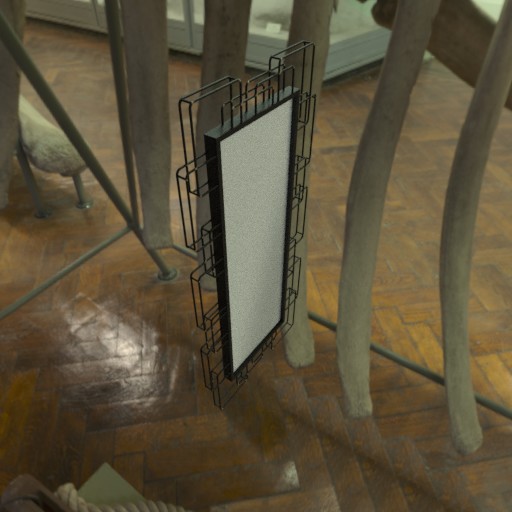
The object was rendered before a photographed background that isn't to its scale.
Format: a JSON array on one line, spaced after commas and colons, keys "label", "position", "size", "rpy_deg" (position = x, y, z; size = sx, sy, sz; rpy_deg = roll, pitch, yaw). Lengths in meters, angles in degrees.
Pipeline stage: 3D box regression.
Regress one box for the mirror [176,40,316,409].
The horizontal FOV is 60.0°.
[{"label": "mirror", "position": [0.000, 0.000, 1.436], "size": [0.037, 1.192, 0.565], "rpy_deg": [26, 48, 26]}]
